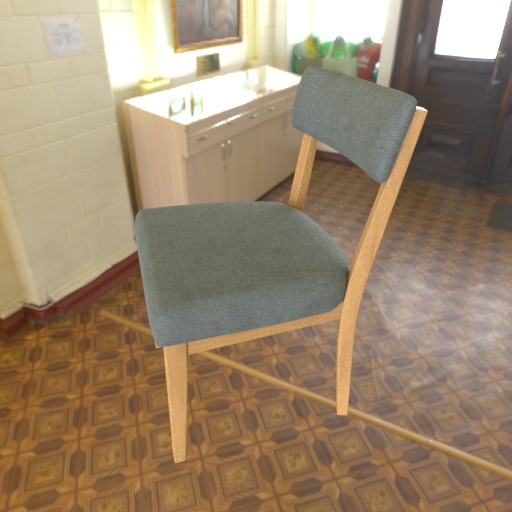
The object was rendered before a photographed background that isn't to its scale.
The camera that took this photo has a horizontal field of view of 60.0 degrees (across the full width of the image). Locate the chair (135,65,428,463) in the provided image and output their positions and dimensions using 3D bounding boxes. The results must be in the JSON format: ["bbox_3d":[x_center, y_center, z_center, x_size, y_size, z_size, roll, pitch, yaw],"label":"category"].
[{"bbox_3d":[0.000,0.000,1.129,0.572,0.832,0.508,-9,31,-15],"label":"chair"}]
